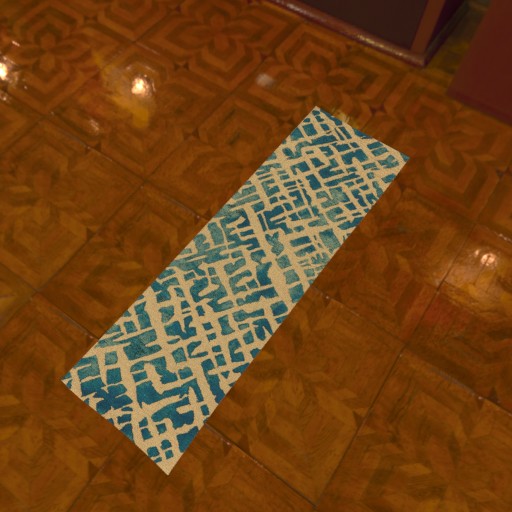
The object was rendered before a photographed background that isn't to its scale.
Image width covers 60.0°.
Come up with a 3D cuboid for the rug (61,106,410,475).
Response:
[{"bbox_3d":[0.000,0.000,2.694,0.768,0.011,2.446,34,69,15],"label":"rug"}]
